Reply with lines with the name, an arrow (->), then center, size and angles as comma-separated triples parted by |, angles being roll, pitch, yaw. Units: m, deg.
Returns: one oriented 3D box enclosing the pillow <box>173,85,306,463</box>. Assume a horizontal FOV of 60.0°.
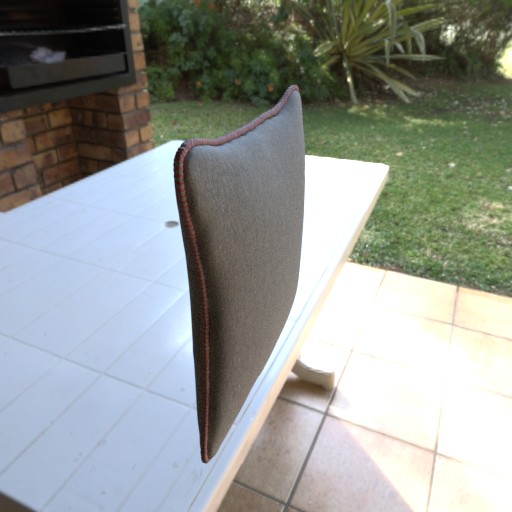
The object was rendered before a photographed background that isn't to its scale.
pillow -> 0.000, 0.000, 0.745 | 0.124, 0.491, 0.482 | 10, 30, 17
